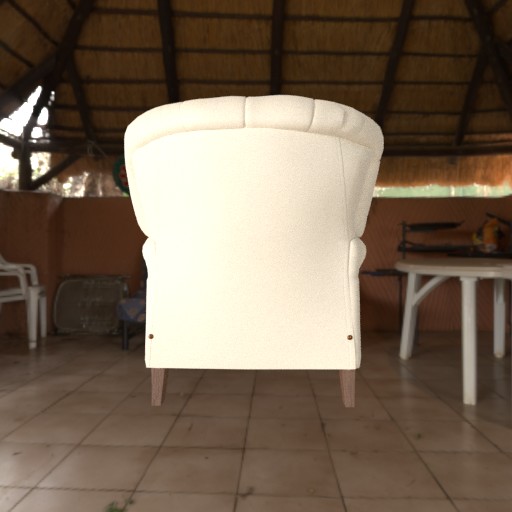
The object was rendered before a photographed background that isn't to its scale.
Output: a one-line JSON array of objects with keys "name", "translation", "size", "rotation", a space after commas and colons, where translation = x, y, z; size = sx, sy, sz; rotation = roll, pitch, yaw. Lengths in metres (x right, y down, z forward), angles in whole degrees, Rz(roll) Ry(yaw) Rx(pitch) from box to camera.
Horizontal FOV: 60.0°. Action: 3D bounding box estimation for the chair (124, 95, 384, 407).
[{"name": "chair", "translation": [0.000, 0.000, 2.064], "size": [1.035, 1.169, 1.132], "rotation": [0, 0, 1]}]
